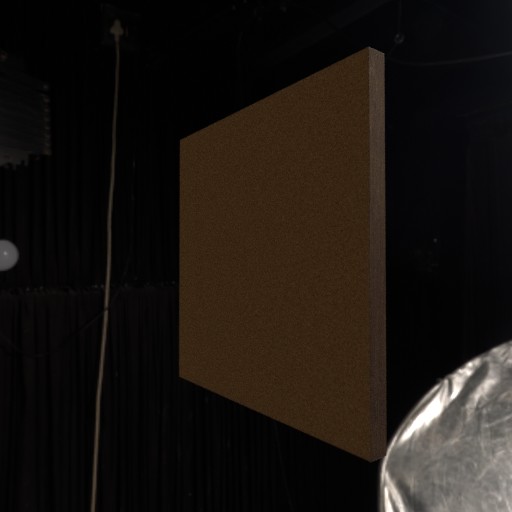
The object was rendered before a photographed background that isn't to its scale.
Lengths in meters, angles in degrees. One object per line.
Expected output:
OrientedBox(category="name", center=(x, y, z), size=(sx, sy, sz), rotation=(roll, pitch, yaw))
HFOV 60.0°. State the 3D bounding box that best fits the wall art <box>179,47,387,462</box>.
OrientedBox(category="wall art", center=(0.000, 0.000, 0.898), size=(0.042, 0.608, 0.611), rotation=(0, -1, -37))
